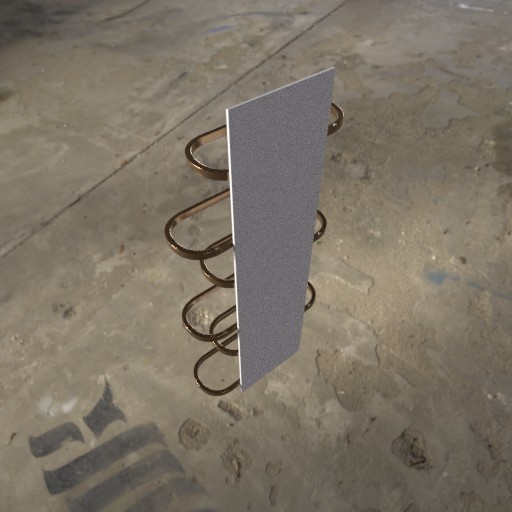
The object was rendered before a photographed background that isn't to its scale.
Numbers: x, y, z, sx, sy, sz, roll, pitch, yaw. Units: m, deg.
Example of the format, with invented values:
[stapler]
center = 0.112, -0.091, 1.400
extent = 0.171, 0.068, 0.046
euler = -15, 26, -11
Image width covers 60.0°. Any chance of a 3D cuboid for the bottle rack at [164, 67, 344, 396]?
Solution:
[bottle rack]
center = 0.000, 0.000, 0.845
extent = 0.332, 0.709, 0.118
euler = -31, 54, -26
